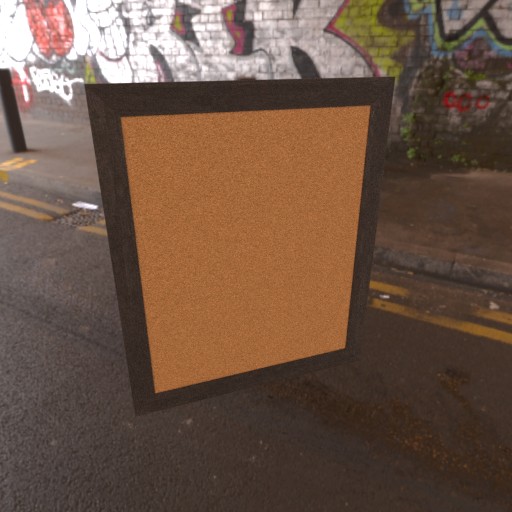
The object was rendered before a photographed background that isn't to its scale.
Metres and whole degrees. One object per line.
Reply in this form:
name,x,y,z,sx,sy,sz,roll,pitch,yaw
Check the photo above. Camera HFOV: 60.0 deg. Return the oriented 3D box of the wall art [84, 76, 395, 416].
wall art,0.000,0.000,0.771,0.476,0.570,0.013,-9,27,-18
